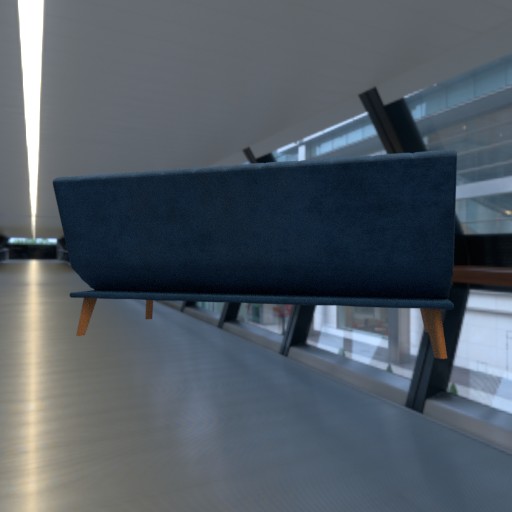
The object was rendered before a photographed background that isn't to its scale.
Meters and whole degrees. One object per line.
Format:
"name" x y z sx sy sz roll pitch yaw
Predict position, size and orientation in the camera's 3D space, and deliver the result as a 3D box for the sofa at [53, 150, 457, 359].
"sofa" 0.000 0.000 2.276 1.804 0.813 0.855 0 -1 18
